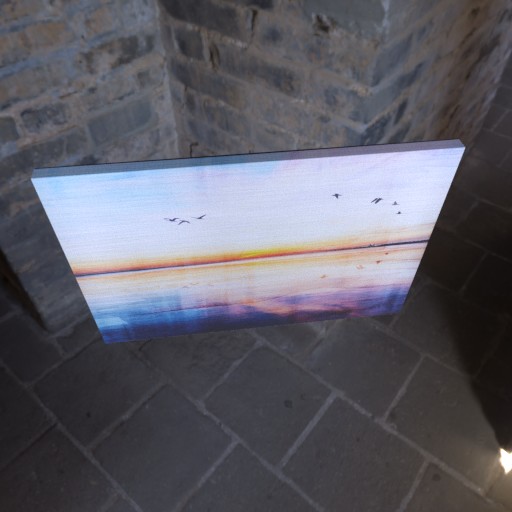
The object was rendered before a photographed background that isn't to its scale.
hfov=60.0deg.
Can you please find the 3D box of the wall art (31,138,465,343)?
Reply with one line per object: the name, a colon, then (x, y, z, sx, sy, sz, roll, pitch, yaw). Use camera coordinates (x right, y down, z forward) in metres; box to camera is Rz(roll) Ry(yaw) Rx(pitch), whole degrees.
wall art: (0.000, 0.000, 1.154, 0.911, 0.605, 0.037, -5, 47, -5)
